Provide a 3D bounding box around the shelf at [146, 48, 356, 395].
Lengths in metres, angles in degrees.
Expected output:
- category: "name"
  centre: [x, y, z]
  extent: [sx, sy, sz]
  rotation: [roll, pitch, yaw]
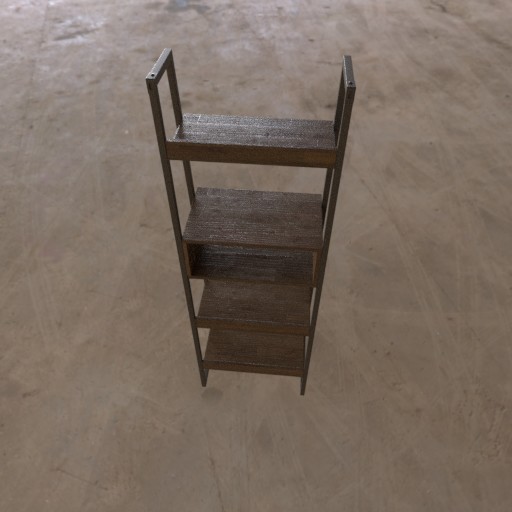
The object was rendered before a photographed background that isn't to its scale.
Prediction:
- category: "shelf"
  centre: [0.000, 0.000, 2.240]
  extent: [0.652, 2.005, 0.454]
  rotation: [4, 46, 4]
